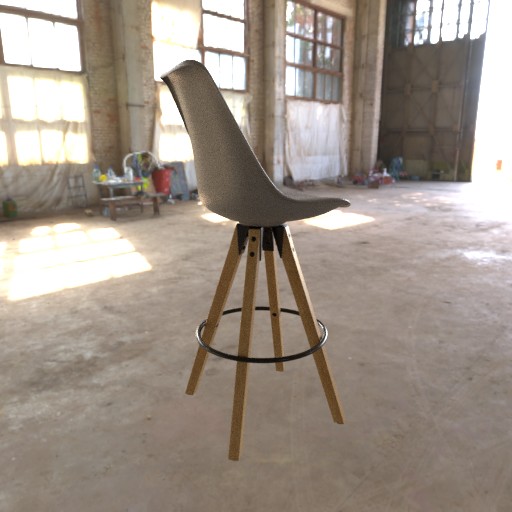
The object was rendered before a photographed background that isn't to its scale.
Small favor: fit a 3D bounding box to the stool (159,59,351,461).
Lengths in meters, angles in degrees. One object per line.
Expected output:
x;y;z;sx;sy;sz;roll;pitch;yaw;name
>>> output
0.000;0.000;1.446;0.550;1.115;0.485;-7;16;-26;stool
